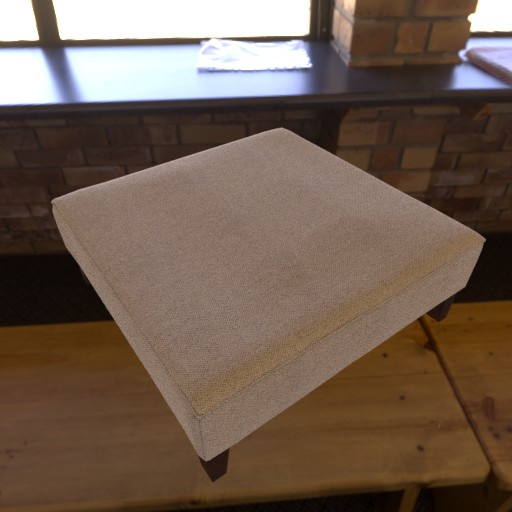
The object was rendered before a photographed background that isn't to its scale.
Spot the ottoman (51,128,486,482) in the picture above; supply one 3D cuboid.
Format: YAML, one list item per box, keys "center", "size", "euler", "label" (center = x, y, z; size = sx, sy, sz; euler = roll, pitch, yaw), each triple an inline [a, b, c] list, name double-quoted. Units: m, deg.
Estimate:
- center: [0.000, 0.000, 1.463]
  size: [0.982, 0.381, 0.973]
  euler: [-25, 46, -27]
  label: "ottoman"
